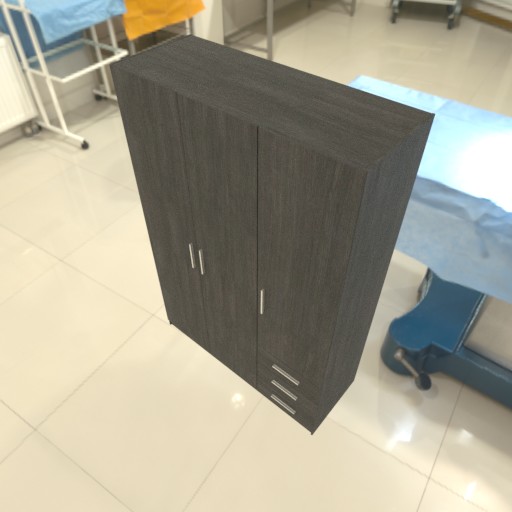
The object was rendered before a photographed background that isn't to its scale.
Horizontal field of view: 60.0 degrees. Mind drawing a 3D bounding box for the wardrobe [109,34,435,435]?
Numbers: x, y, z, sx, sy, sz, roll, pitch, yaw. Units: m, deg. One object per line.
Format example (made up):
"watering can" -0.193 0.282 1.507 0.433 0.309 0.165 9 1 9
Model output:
"wardrobe" 0.000 0.000 2.453 1.290 1.910 0.510 31 53 27
